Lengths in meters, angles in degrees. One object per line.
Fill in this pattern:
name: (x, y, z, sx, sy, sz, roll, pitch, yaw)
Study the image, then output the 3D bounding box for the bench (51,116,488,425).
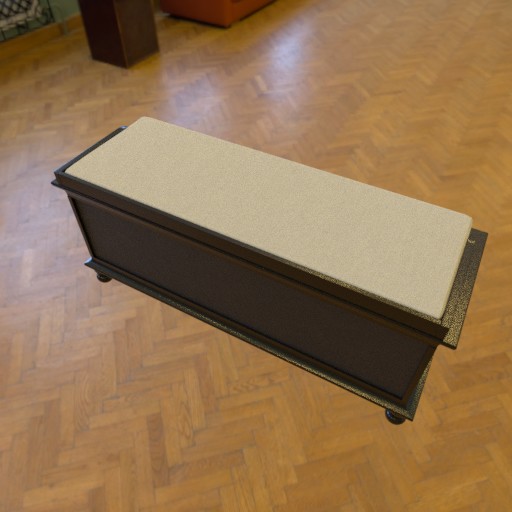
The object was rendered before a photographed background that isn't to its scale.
bench: (0.000, 0.000, 1.395, 1.185, 0.501, 0.402, 22, 50, 20)
